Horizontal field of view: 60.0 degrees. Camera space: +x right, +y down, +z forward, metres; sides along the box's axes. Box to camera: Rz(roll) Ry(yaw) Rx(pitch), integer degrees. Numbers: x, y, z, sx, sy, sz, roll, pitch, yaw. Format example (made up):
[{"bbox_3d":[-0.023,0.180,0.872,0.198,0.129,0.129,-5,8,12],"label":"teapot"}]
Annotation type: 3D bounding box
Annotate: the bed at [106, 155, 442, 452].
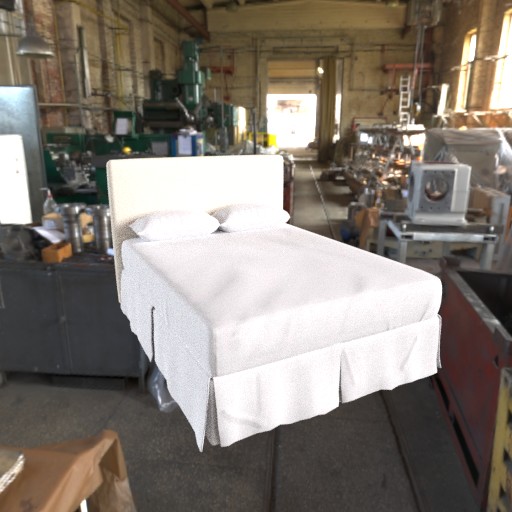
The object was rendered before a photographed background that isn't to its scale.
[{"bbox_3d":[0.000,0.000,3.271,1.713,1.330,2.142,-8,18,-27],"label":"bed"}]
